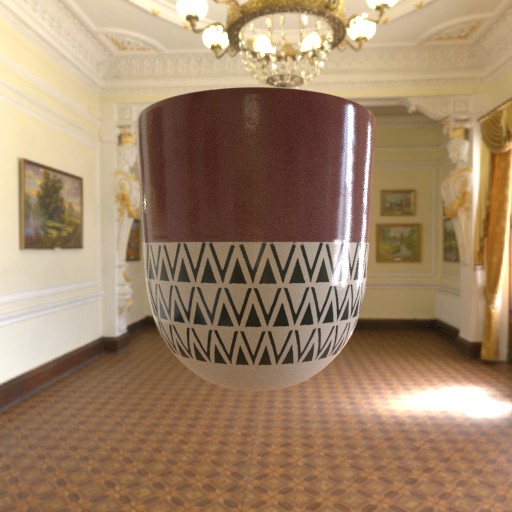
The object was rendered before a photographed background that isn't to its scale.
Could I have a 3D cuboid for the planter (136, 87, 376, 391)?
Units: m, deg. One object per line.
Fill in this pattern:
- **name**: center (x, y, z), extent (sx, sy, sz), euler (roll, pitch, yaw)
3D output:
- **planter**: center (0.000, 0.000, 0.374), extent (0.195, 0.214, 0.195), euler (0, 1, 0)
